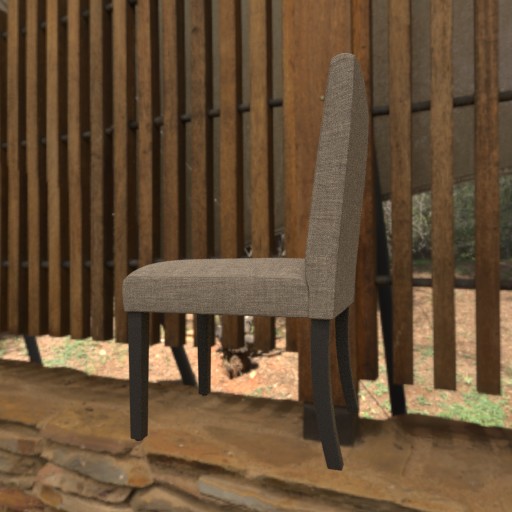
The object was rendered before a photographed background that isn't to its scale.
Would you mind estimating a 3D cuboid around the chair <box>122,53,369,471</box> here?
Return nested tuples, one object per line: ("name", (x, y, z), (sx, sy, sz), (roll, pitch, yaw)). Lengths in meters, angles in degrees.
("chair", (0.000, 0.000, 1.216), (0.580, 0.917, 0.451), (0, -1, 18))
